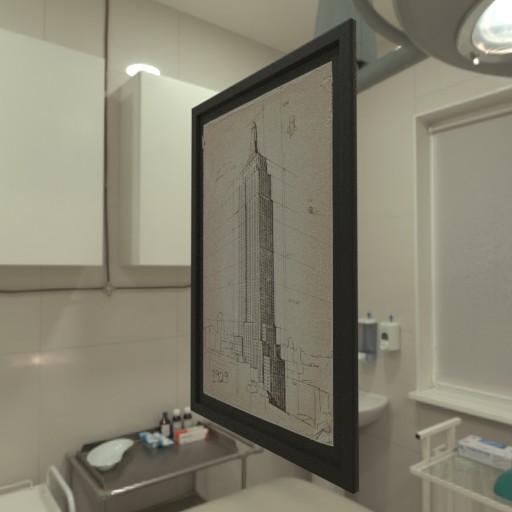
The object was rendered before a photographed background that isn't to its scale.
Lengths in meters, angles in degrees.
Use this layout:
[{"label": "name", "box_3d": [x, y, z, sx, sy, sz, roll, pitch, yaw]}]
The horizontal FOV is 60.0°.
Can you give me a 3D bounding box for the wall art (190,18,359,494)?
[{"label": "wall art", "box_3d": [0.000, 0.000, 0.797, 0.012, 0.661, 0.451, 1, -2, -38]}]
